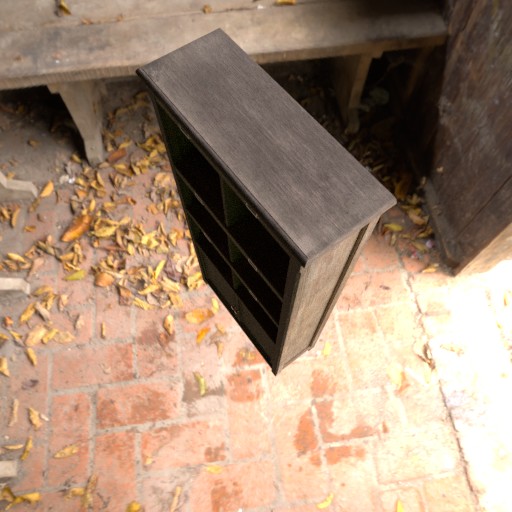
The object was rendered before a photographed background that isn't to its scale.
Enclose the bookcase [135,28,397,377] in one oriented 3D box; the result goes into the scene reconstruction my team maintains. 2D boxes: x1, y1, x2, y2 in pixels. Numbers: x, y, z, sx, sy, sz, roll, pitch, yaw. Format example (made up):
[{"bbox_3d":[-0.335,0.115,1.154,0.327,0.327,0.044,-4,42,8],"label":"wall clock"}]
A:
[{"bbox_3d":[0.000,0.000,2.233,0.348,1.880,0.906,-34,70,-15],"label":"bookcase"}]
